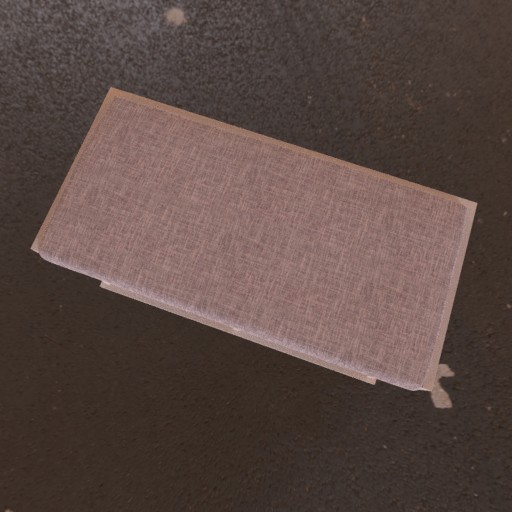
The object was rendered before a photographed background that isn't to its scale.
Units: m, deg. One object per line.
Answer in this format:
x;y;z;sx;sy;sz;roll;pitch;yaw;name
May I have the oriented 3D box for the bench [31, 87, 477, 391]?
0.000;0.000;0.996;0.734;0.461;0.362;19;76;5;bench
